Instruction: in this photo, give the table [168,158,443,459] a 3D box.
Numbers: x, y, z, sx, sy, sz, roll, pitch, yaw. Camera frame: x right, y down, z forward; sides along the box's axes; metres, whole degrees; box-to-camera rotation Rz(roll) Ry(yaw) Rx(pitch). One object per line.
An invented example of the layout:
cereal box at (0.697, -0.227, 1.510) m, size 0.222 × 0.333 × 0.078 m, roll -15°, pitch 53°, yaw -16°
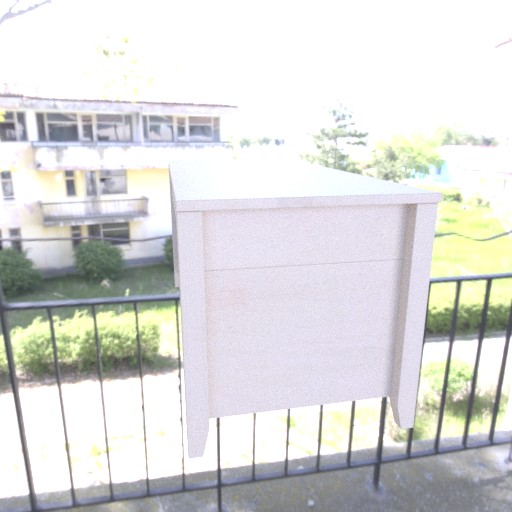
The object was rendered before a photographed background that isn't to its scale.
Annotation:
table at (0.000, 0.000, 1.271) m, size 0.457 × 0.483 × 1.016 m, roll -3°, pitch 16°, yaw -11°
